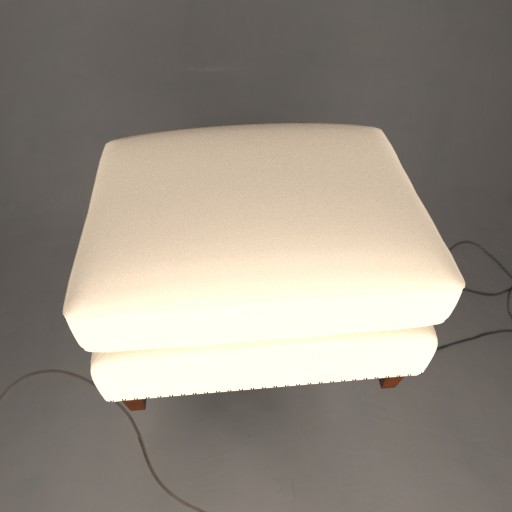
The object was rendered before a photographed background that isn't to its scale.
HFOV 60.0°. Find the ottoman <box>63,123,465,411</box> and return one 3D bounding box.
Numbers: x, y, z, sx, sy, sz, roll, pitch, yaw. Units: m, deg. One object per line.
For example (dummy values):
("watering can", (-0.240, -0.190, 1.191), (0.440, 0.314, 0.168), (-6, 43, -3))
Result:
("ottoman", (0.000, 0.000, 1.109), (0.741, 0.513, 0.584), (-4, 47, -4))
